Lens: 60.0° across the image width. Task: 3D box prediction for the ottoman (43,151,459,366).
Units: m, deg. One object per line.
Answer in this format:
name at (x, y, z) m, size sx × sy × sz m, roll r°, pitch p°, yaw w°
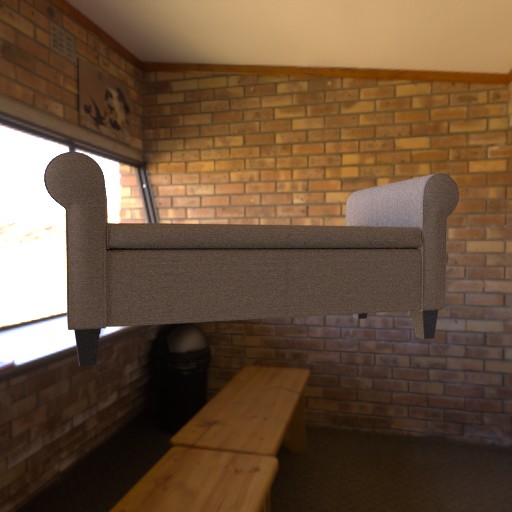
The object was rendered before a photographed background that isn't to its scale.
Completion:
ottoman at (0.000, 0.000, 1.521) m, size 1.256 × 0.547 × 0.521 m, roll 0°, pitch 2°, yaw -18°
